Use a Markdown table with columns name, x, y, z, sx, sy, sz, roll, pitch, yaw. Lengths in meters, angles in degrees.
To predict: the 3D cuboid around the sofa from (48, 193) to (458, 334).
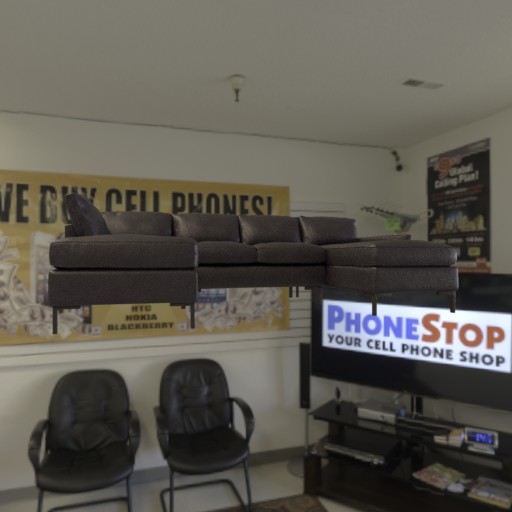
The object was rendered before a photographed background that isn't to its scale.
| name | x | y | z | sx | sy | sz | roll | pitch | yaw |
| --- | --- | --- | --- | --- | --- | --- | --- | --- | --- |
| sofa | 0.000 | 0.000 | 3.794 | 2.956 | 0.900 | 1.939 | 0 | 0 | -15 |
